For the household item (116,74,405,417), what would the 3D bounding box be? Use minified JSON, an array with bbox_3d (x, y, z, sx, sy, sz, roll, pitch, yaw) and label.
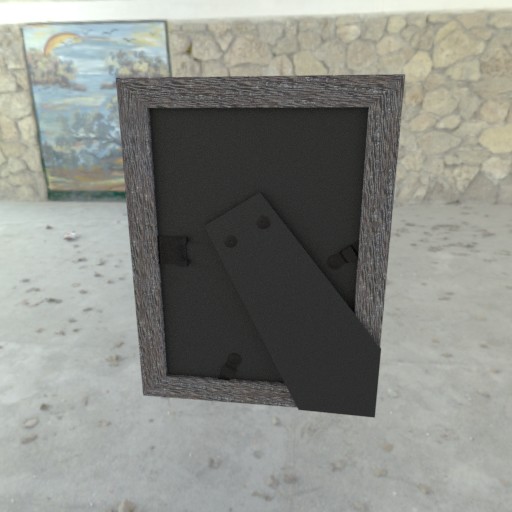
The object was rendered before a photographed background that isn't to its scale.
[{"bbox_3d":[0.000,0.000,0.280,0.160,0.210,0.020,2,17,7],"label":"household item"}]
